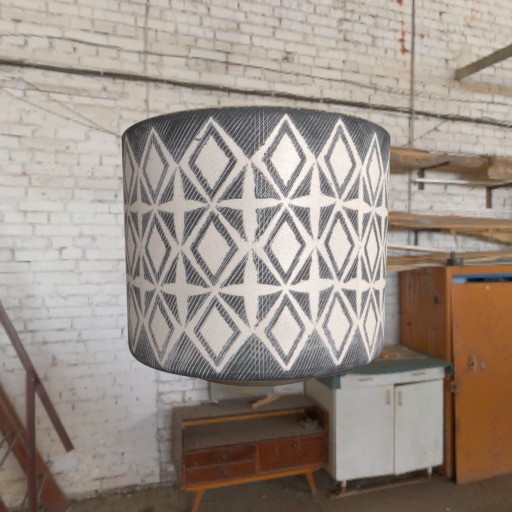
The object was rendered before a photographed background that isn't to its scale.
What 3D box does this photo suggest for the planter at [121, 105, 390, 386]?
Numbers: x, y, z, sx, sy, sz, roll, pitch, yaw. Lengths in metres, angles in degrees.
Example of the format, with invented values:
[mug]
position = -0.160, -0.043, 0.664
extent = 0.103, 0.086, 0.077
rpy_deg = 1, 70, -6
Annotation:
[planter]
position = 0.000, 0.000, 0.333
extent = 0.192, 0.165, 0.192
rpy_deg = 0, 1, 0
